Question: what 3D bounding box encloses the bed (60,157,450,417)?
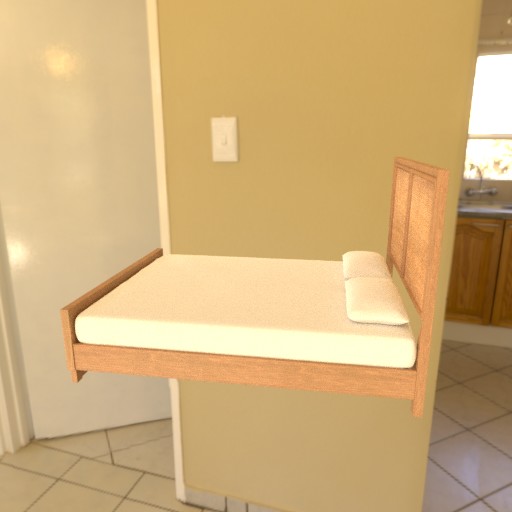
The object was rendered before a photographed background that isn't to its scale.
[{"bbox_3d":[0.000,0.000,3.282,2.184,1.387,1.606,2,15,9],"label":"bed"}]
